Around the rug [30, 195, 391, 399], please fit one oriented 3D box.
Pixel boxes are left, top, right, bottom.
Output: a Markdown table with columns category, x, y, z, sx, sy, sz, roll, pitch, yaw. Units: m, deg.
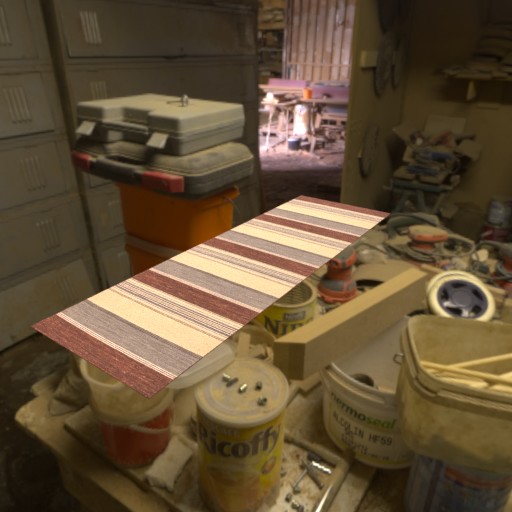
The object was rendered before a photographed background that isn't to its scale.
| category | x | y | z | sx | sy | sz | roll | pitch | yaw |
| --- | --- | --- | --- | --- | --- | --- | --- | --- | --- |
| rug | 0.000 | 0.000 | 2.713 | 0.792 | 0.006 | 2.437 | 17 | 30 | 32 |
